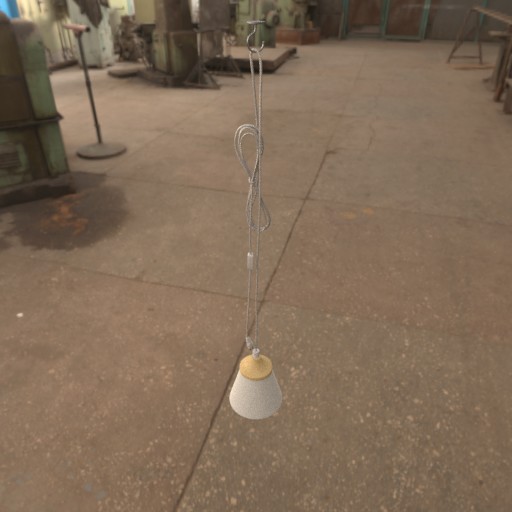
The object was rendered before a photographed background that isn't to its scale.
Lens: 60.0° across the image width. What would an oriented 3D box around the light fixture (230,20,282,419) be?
[{"bbox_3d":[0.000,0.000,1.030,0.153,0.966,0.153,10,33,15],"label":"light fixture"}]
